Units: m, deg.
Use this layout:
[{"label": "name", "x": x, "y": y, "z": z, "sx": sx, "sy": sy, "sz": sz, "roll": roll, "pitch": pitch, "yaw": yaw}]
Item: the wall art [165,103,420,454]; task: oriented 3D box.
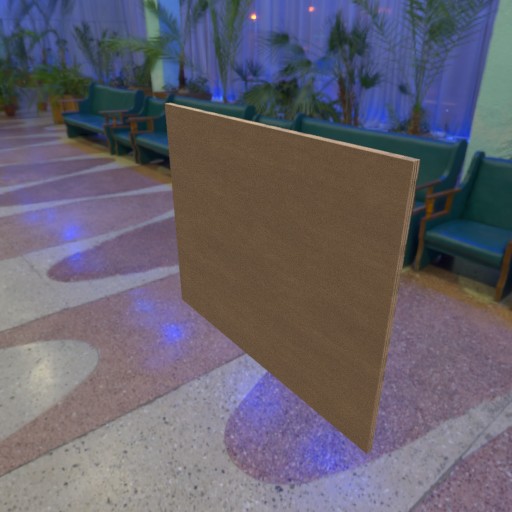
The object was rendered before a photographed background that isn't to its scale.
[{"label": "wall art", "x": 0.000, "y": 0.000, "z": 0.702, "sx": 0.012, "sy": 0.408, "sz": 0.508, "roll": -19, "pitch": 33, "yaw": -34}]
